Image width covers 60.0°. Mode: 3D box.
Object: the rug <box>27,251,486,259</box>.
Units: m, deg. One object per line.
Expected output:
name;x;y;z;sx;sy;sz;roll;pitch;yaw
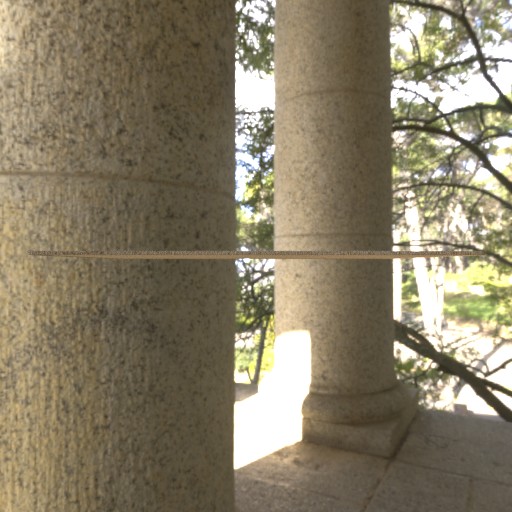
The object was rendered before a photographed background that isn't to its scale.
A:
rug;0.000;0.000;3.473;2.700;0.024;1.801;0;-1;-1
